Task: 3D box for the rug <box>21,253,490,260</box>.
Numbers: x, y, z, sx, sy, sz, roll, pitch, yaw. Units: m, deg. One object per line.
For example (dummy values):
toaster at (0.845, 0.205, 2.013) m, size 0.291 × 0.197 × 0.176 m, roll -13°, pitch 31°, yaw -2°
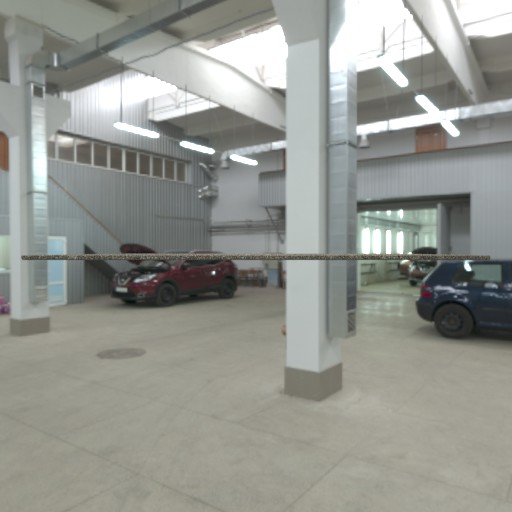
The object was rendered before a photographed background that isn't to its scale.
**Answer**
rug at (0.000, 0.000, 3.439) m, size 2.699 × 0.026 × 1.802 m, roll 0°, pitch 1°, yaw 0°
